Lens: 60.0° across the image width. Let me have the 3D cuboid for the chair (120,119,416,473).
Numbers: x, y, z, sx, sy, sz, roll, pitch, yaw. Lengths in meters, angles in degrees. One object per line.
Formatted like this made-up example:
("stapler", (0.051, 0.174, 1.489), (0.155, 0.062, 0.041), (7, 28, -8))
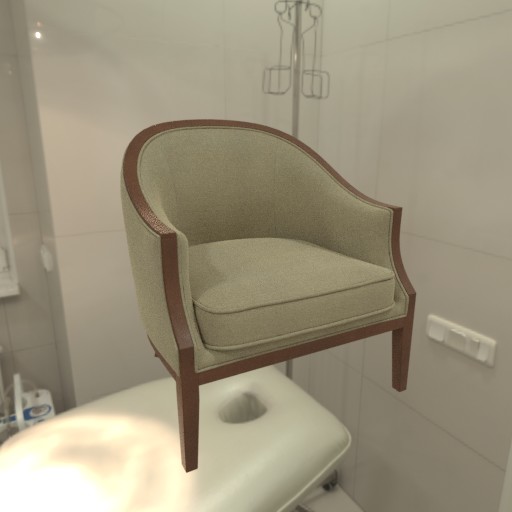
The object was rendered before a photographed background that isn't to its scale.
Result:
("chair", (0.000, 0.000, 1.458), (0.803, 0.876, 0.735), (-9, 18, -28))
